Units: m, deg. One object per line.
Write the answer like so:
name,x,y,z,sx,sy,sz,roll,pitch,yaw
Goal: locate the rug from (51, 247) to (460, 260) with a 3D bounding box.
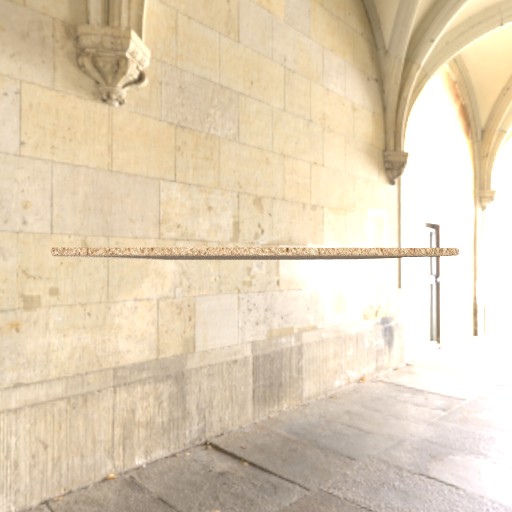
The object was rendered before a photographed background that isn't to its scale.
rug,0.000,0.000,2.077,1.199,0.025,1.600,0,-1,0
